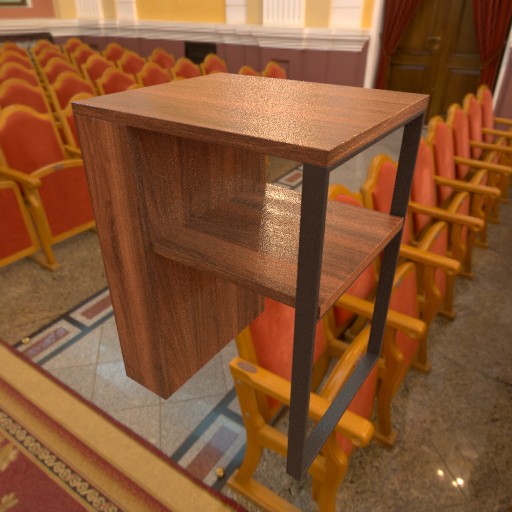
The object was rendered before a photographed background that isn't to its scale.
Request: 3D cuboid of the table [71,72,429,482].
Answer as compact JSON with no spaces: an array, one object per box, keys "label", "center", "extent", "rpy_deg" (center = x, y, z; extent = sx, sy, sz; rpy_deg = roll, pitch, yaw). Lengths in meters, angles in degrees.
[{"label":"table","center":[0.000,0.000,1.525],"extent":[0.786,1.041,0.660],"rpy_deg":[19,35,29]}]
